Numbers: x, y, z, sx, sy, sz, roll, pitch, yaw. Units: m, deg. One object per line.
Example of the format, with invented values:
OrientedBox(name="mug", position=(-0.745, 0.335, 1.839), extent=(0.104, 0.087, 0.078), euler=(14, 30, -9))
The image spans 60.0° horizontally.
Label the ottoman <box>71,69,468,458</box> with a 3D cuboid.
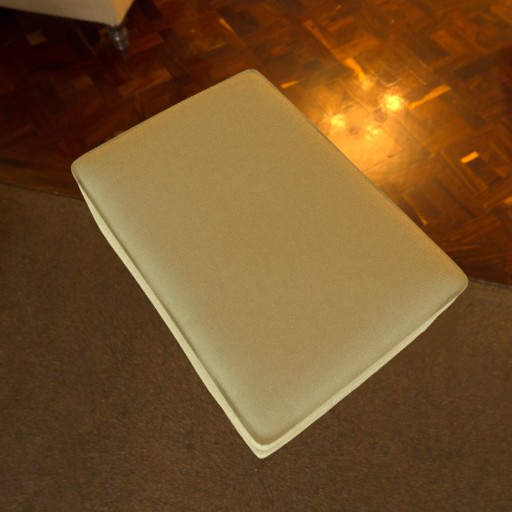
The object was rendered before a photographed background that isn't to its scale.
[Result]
OrientedBox(name="ottoman", position=(0.000, 0.000, 1.212), extent=(0.611, 0.482, 0.848), euler=(-33, 69, -15))
